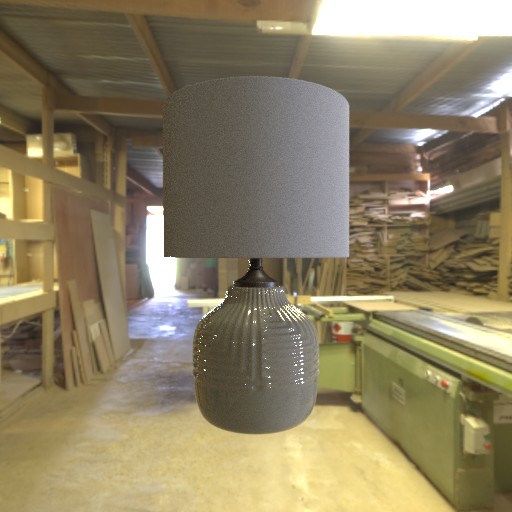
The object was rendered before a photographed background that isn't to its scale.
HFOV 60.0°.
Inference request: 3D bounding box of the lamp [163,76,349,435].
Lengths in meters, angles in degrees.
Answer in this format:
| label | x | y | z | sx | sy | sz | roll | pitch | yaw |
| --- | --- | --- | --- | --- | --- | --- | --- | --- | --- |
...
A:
| label | x | y | z | sx | sy | sz | roll | pitch | yaw |
| --- | --- | --- | --- | --- | --- | --- | --- | --- | --- |
| lamp | 0.000 | 0.000 | 0.772 | 0.318 | 0.567 | 0.318 | 0 | 0 | 0 |
